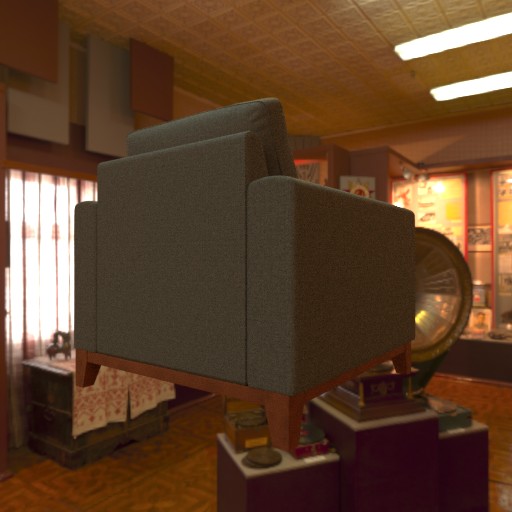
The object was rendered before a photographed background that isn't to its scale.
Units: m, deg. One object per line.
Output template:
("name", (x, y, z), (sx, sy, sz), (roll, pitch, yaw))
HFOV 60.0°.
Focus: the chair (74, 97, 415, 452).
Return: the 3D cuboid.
("chair", (0.000, 0.000, 1.845), (1.024, 1.010, 1.038), (0, 0, 37))
